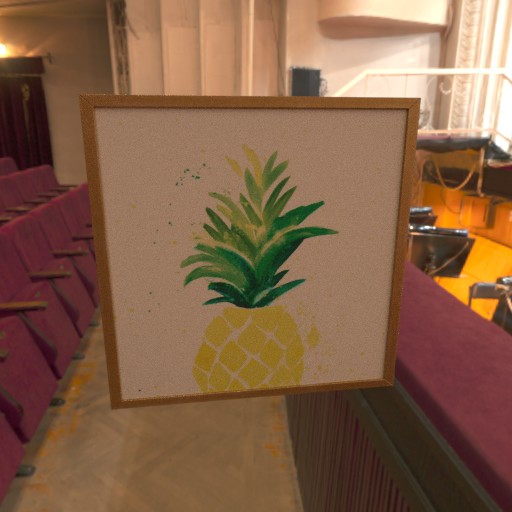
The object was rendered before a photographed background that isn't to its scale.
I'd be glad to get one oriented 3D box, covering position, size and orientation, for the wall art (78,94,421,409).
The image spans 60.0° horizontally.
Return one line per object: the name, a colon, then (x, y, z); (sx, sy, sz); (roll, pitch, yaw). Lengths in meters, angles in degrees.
wall art: (0.000, 0.000, 0.452); (0.306, 0.305, 0.038); (-2, 16, -8)
